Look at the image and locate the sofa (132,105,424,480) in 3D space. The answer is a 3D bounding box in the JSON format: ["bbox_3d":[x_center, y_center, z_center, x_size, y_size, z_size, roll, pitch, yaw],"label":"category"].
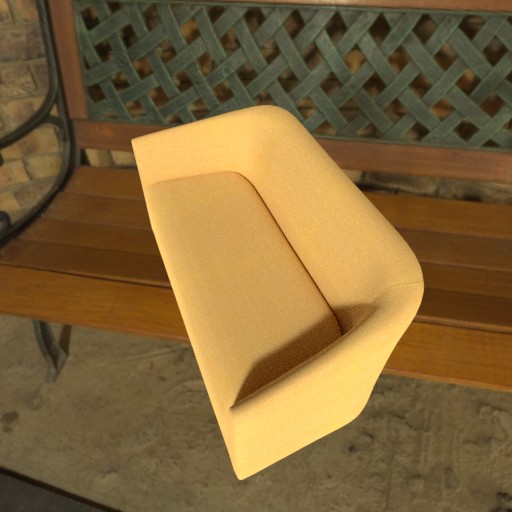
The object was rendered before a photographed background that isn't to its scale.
[{"bbox_3d":[0.000,0.000,1.849,0.705,0.721,1.452,-16,48,-15],"label":"sofa"}]
